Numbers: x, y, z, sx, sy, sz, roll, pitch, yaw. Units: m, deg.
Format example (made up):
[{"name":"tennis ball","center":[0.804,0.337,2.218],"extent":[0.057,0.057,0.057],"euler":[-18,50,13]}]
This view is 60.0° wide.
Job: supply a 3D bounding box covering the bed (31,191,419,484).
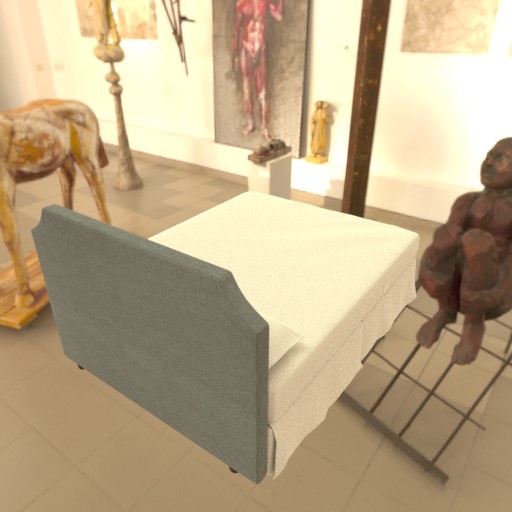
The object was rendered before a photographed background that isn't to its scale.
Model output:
[{"name":"bed","center":[0.000,0.000,3.478],"extent":[1.977,1.306,2.464],"euler":[19,34,31]}]
